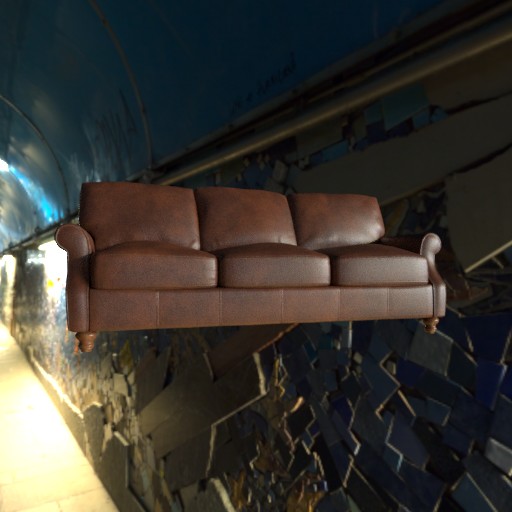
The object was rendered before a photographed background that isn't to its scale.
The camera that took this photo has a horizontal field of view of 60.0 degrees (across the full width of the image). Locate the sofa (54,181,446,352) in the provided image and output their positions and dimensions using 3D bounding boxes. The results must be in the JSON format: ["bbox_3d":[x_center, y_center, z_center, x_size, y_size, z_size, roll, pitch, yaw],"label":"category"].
[{"bbox_3d":[0.000,0.000,2.884,2.351,0.977,0.973,0,-1,-17],"label":"sofa"}]
